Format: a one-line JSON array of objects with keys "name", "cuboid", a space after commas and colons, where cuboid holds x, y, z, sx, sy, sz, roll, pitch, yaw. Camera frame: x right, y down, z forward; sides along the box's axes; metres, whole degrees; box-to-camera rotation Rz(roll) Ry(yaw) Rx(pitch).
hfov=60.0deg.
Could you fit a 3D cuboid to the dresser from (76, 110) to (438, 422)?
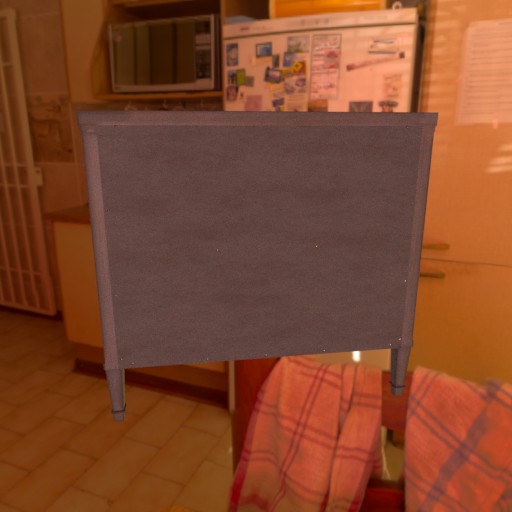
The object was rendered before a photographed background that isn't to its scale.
[{"name": "dresser", "cuboid": [0.000, 0.000, 1.619, 1.049, 0.986, 0.463, -2, 16, -8]}]
